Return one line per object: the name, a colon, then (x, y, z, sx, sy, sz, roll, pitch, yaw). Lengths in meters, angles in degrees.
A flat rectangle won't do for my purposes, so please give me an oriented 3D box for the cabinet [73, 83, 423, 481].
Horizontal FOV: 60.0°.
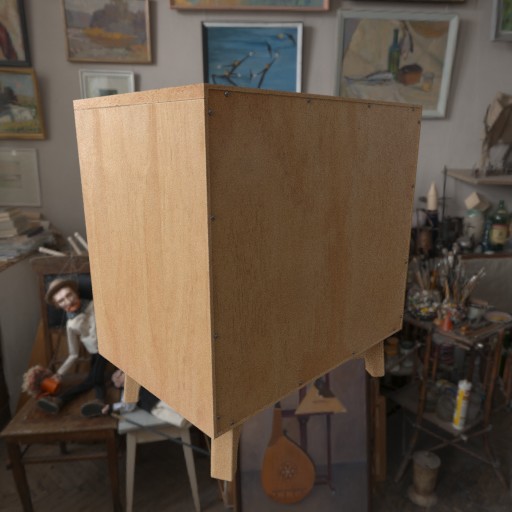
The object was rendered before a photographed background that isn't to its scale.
cabinet: (0.000, 0.000, 0.917, 0.551, 0.599, 0.394, -14, 21, -42)
